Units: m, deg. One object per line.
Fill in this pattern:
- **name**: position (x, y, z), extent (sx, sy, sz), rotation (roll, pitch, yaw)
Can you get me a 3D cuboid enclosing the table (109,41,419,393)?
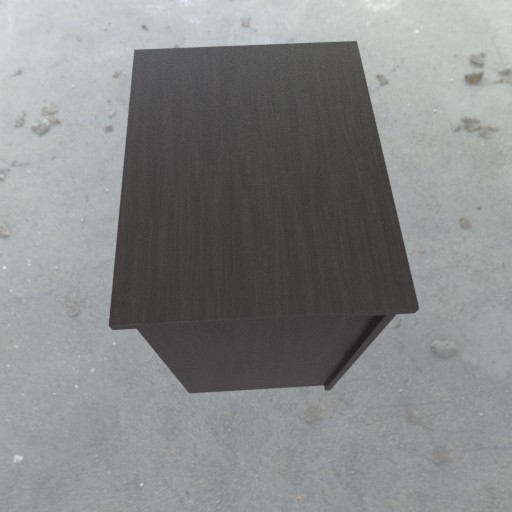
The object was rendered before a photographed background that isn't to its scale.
- **table**: position (0.000, 0.000, 0.925), extent (0.381, 0.635, 0.480), rotation (-3, 64, -1)
